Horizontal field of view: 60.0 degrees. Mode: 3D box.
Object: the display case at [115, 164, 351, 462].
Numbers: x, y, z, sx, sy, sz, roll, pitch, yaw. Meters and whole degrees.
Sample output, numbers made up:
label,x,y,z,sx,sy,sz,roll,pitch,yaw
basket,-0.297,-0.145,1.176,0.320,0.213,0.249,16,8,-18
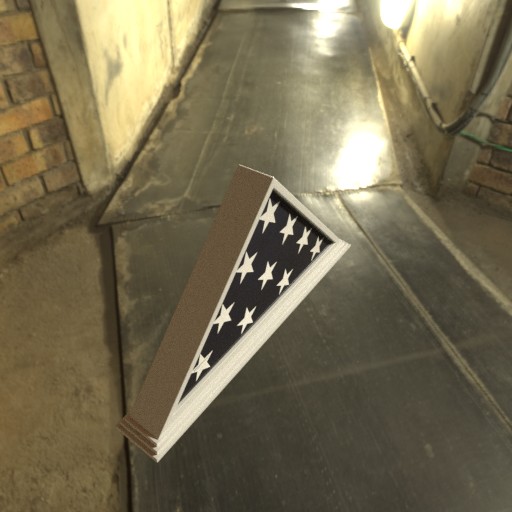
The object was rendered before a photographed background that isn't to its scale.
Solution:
label,x,y,z,sx,sy,sz,roll,pitch,yaw
display case,0.000,0.000,0.781,0.095,0.340,0.640,26,47,27
